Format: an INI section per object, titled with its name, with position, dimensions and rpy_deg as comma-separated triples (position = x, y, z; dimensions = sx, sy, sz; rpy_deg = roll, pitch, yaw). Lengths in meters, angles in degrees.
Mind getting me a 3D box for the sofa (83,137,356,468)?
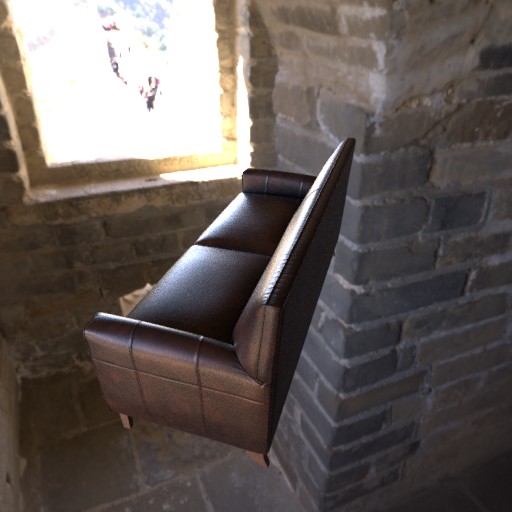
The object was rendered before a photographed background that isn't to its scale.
[sofa]
position = 0.000, 0.000, 2.442
dimensions = 0.786, 0.871, 1.995
rpy_deg = 9, 31, 15
